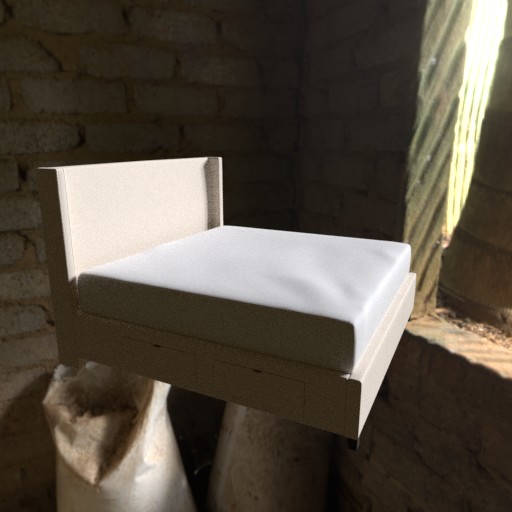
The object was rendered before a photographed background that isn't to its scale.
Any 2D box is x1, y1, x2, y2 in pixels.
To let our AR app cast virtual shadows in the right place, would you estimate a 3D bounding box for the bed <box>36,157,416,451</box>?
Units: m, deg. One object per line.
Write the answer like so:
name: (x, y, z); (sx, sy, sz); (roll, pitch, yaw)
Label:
bed: (0.000, 0.000, 3.611); (2.293, 1.471, 2.145); (7, 16, 26)
